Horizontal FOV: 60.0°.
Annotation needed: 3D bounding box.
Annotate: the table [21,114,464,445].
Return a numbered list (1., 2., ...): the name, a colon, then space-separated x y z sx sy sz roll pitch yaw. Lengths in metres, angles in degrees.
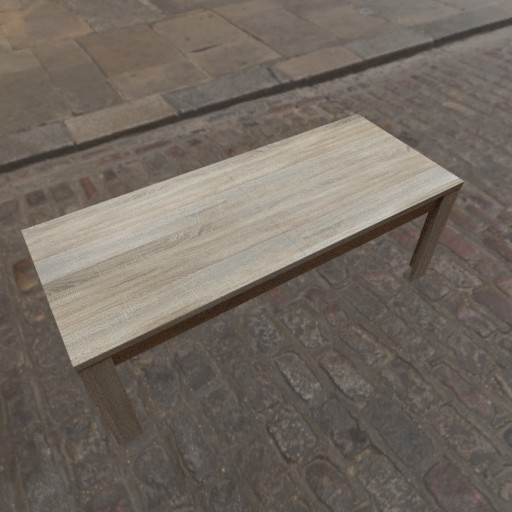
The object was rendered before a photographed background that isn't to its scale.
1. table: 0.000 0.000 2.636 2.200 0.790 0.900 -24 51 -22
